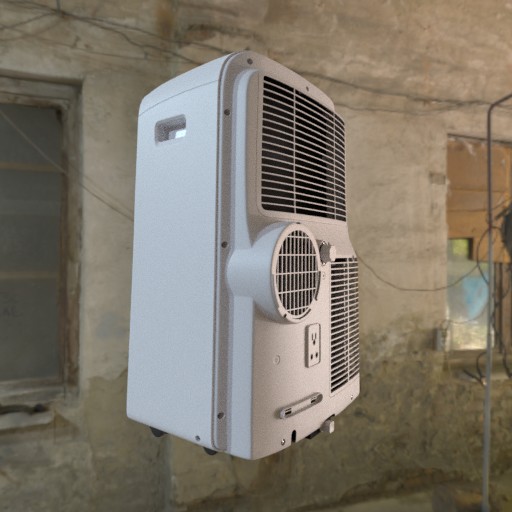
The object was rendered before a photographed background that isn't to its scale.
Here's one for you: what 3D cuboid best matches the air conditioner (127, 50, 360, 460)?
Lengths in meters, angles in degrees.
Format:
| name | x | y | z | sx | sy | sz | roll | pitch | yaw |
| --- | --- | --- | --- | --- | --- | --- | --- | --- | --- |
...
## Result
| name | x | y | z | sx | sy | sz | roll | pitch | yaw |
| --- | --- | --- | --- | --- | --- | --- | --- | --- | --- |
| air conditioner | 0.000 | 0.000 | 0.940 | 0.365 | 0.700 | 0.454 | 0 | 0 | 35 |
